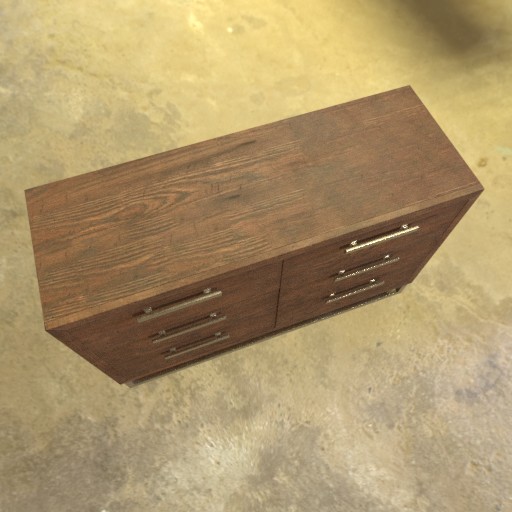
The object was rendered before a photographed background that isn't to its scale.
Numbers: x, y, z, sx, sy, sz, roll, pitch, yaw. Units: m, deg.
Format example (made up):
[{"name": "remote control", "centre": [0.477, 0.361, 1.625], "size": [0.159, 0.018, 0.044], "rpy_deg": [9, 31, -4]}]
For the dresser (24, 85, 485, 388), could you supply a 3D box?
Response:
[{"name": "dresser", "centre": [0.000, 0.000, 2.147], "size": [1.646, 1.061, 0.623], "rpy_deg": [-18, 64, -9]}]
